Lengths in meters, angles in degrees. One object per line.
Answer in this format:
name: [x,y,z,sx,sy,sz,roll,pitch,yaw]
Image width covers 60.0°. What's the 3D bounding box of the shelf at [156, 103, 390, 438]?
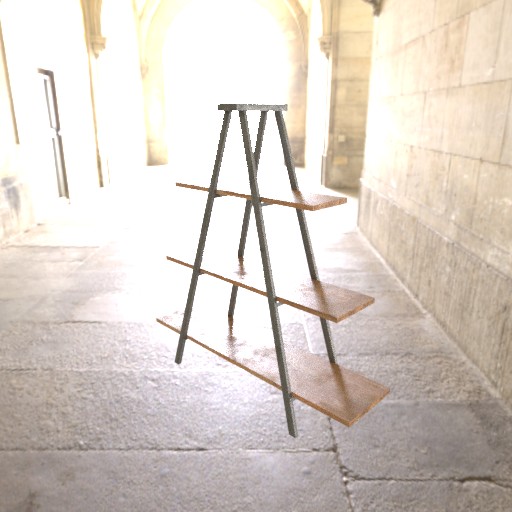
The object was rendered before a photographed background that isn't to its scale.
shelf: [0.000,0.000,2.782,1.746,1.808,0.508,17,24,42]
